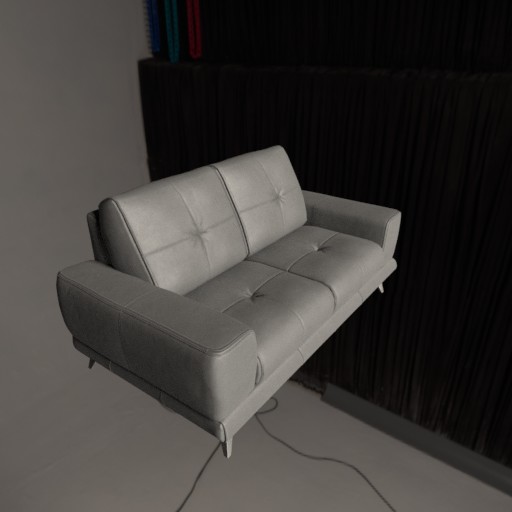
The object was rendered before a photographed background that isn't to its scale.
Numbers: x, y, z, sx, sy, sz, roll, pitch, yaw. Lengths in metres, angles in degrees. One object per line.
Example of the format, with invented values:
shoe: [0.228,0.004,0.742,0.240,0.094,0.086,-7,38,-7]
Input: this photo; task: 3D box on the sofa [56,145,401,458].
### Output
sofa: [0.000,0.000,2.420,1.018,0.907,1.806,18,31,32]
